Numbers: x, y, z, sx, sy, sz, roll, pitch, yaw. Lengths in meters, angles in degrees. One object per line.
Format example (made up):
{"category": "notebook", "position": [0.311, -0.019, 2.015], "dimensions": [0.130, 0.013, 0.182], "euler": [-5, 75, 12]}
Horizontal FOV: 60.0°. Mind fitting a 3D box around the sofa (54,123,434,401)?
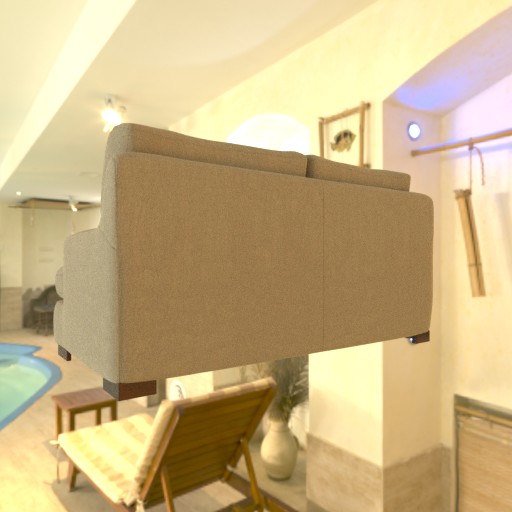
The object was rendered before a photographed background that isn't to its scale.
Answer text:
{"category": "sofa", "position": [0.000, 0.000, 2.363], "dimensions": [1.855, 0.980, 0.962], "euler": [0, 0, -36]}
